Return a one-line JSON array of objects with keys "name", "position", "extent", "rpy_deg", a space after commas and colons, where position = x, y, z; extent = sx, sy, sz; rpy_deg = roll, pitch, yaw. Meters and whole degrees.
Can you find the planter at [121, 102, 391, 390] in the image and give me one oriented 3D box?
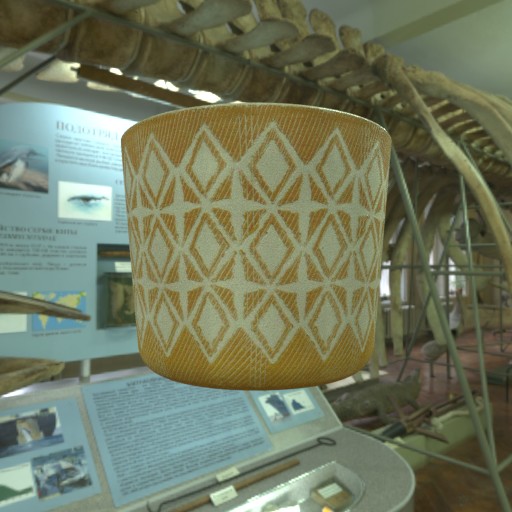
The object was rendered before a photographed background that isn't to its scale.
[{"name": "planter", "position": [0.000, 0.000, 0.215], "extent": [0.126, 0.104, 0.126], "rpy_deg": [0, -1, 0]}]
